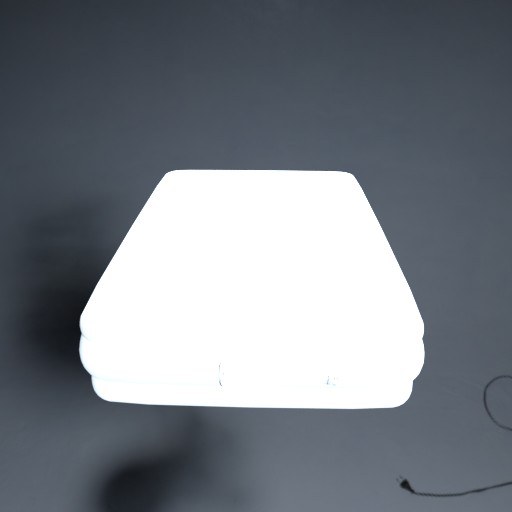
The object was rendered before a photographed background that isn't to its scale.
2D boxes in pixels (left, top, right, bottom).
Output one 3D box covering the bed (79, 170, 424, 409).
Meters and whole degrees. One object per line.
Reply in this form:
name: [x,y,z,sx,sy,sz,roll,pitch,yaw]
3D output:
bed: [0.000,0.000,2.692,1.520,0.460,2.036,1,30,1]
